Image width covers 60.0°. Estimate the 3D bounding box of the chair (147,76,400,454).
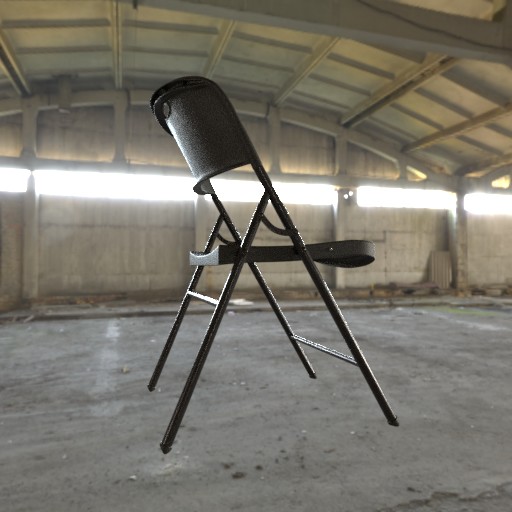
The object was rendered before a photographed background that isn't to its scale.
[{"bbox_3d":[0.000,0.000,1.205,0.567,0.810,0.494,0,-1,-17],"label":"chair"}]
